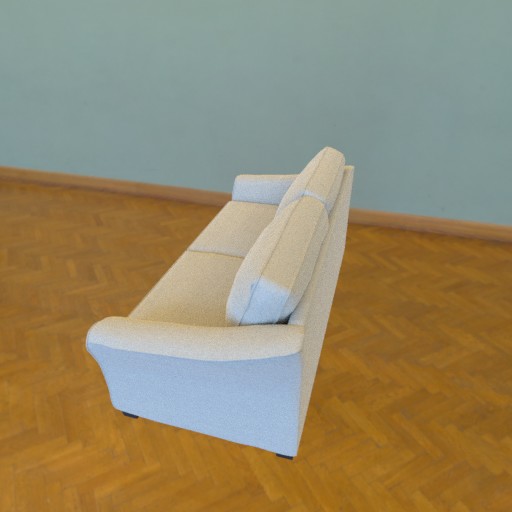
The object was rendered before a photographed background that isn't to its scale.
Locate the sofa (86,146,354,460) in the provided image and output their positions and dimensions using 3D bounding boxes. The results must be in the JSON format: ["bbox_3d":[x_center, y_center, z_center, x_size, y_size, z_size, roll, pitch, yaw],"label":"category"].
[{"bbox_3d":[0.000,0.000,2.793,0.980,0.965,2.270,8,30,14],"label":"sofa"}]
